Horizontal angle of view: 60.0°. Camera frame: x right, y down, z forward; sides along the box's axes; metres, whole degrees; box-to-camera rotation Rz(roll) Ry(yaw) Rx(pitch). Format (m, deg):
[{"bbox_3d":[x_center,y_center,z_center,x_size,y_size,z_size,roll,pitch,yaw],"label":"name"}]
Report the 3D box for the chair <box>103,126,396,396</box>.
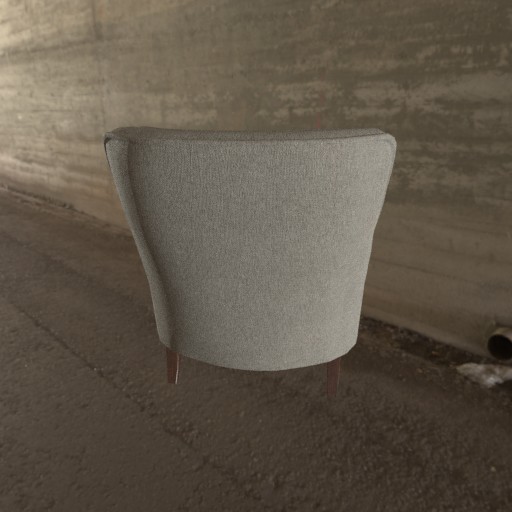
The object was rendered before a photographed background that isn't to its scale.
[{"bbox_3d":[0.000,0.000,1.599,0.820,0.920,0.910,2,18,7],"label":"chair"}]
